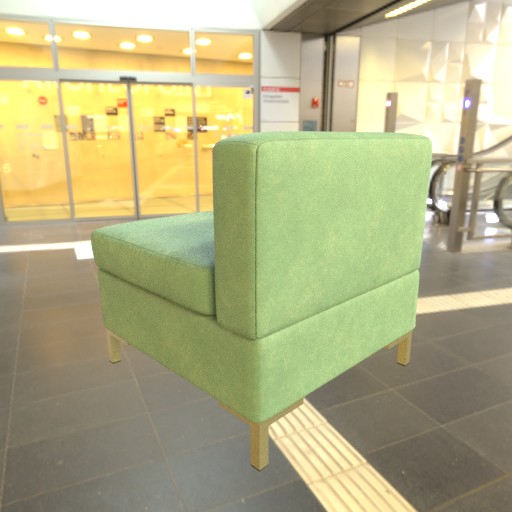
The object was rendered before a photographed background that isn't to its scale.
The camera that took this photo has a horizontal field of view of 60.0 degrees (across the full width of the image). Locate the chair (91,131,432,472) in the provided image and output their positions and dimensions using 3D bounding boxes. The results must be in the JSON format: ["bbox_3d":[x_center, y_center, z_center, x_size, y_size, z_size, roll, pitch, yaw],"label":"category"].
[{"bbox_3d":[0.000,0.000,1.229,0.680,0.660,0.680,-14,21,-43],"label":"chair"}]
